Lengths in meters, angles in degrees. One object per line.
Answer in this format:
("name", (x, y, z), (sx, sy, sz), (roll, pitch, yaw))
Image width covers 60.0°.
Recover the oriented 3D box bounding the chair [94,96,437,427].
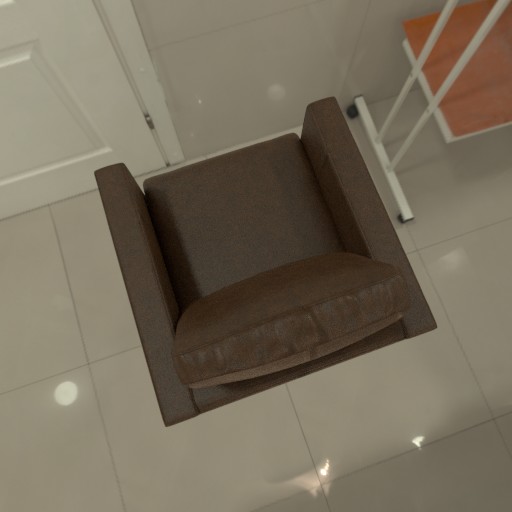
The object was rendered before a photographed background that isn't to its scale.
("chair", (0.000, 0.000, 1.645), (0.890, 0.956, 0.909), (-19, 77, -5))
